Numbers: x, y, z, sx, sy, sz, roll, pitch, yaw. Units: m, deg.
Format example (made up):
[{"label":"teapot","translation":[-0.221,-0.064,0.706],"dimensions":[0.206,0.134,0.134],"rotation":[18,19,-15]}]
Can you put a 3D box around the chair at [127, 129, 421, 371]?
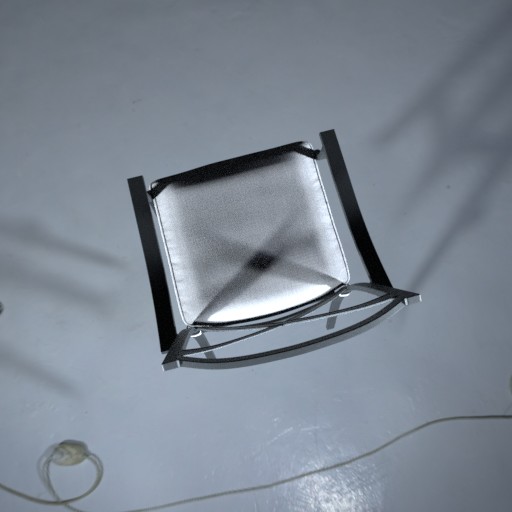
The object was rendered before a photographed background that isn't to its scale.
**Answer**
[{"label":"chair","translation":[0.000,0.000,1.295],"dimensions":[0.575,0.889,0.620],"rotation":[-14,76,-4]}]
